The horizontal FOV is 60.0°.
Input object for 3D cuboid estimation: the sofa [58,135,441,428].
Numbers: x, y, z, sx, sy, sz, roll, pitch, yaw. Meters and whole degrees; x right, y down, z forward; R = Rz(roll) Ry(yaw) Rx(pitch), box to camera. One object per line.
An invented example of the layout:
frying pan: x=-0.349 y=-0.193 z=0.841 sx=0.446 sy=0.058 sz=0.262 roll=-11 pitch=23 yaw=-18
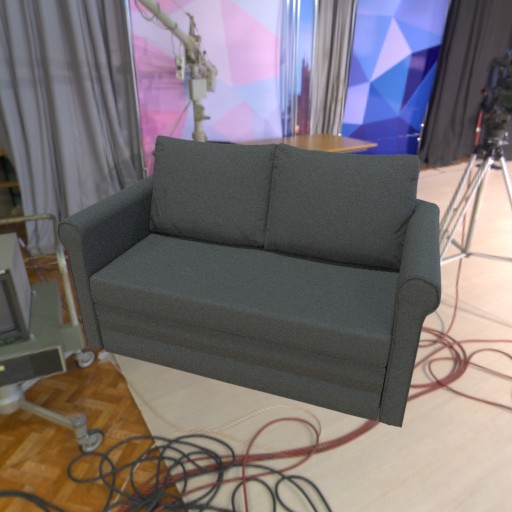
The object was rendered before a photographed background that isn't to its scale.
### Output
sofa: x=0.000 y=0.000 z=1.939 sx=1.460 sy=0.872 sz=0.741 roll=9 pitch=28 yaw=18
